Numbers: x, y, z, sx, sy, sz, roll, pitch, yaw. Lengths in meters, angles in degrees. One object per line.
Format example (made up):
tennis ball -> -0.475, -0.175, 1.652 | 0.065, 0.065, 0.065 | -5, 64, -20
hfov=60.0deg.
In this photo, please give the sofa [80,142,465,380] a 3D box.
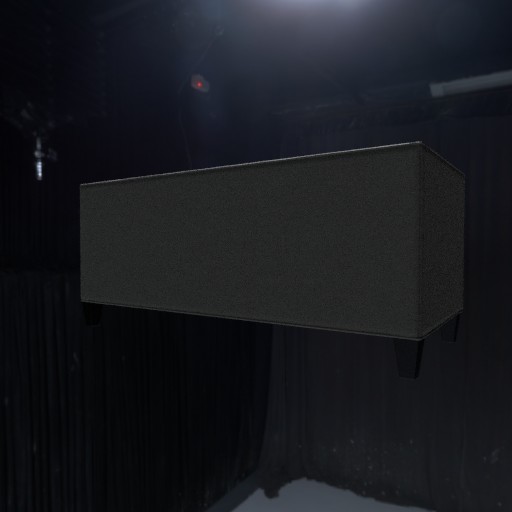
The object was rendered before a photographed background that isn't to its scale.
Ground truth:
sofa -> 0.000, 0.000, 2.200 | 1.778, 0.762, 0.775 | 1, 2, 34
